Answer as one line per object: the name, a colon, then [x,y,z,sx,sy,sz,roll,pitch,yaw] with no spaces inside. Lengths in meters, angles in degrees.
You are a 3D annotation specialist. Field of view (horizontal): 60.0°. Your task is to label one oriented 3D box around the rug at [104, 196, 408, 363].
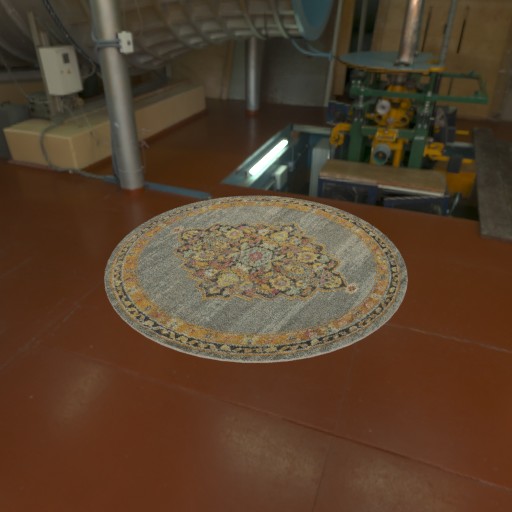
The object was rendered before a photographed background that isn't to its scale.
rug: [0.000,0.000,2.433,1.598,0.010,1.598,0,32,0]
